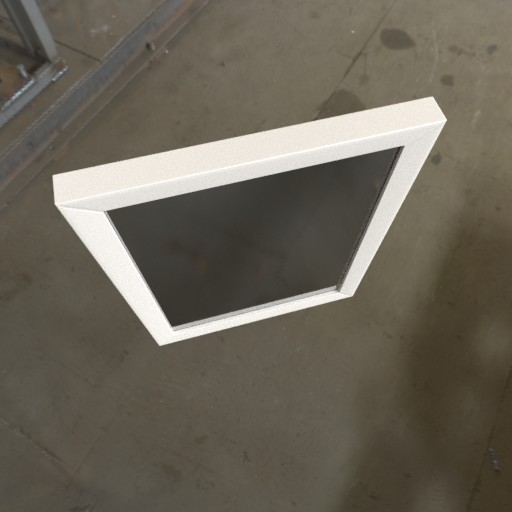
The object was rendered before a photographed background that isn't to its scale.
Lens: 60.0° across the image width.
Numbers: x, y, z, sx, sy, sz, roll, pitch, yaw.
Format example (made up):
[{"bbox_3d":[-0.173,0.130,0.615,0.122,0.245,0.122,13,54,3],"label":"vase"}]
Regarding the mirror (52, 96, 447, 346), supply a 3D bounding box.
[{"bbox_3d":[0.000,0.000,0.678,0.405,0.508,0.041,-14,64,-7],"label":"mirror"}]
